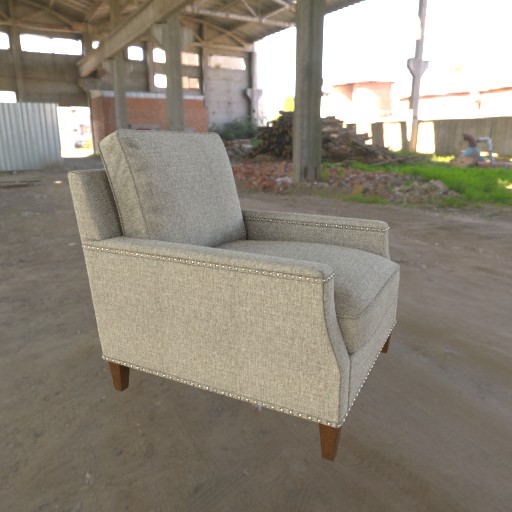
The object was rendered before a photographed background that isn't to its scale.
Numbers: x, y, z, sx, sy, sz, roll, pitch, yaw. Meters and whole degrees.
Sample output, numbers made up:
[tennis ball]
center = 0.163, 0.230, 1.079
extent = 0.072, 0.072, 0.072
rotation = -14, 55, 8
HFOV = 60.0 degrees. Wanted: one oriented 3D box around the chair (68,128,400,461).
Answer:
[chair]
center = 0.000, 0.000, 1.716
extent = 1.014, 0.943, 0.853
rotation = 7, 16, 26
